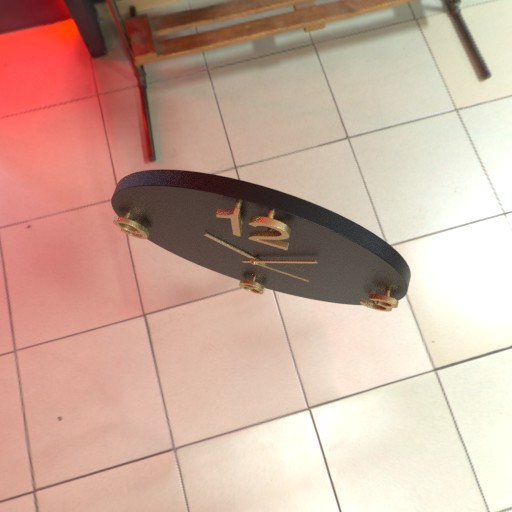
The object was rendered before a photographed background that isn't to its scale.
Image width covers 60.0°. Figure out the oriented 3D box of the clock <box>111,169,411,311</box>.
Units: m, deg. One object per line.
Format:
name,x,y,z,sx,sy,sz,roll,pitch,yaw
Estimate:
clock,0.000,0.000,0.685,0.454,0.454,0.038,17,76,4
